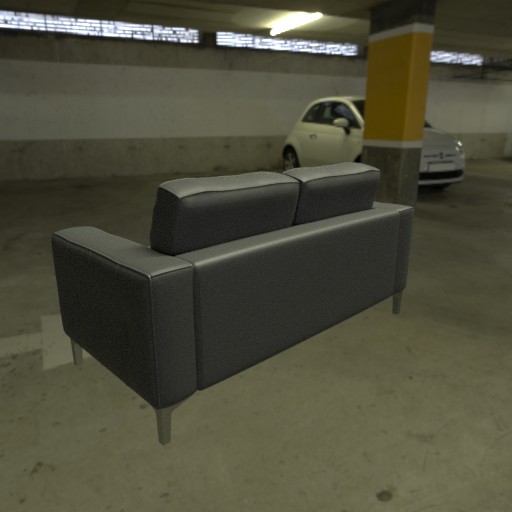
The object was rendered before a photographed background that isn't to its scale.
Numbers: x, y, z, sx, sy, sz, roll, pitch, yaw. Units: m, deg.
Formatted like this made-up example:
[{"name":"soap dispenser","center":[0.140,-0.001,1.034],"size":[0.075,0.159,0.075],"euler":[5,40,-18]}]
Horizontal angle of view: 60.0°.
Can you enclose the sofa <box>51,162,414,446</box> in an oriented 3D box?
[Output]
[{"name":"sofa","center":[0.000,0.000,2.245],"size":[1.726,0.892,0.833],"euler":[-15,23,-42]}]
